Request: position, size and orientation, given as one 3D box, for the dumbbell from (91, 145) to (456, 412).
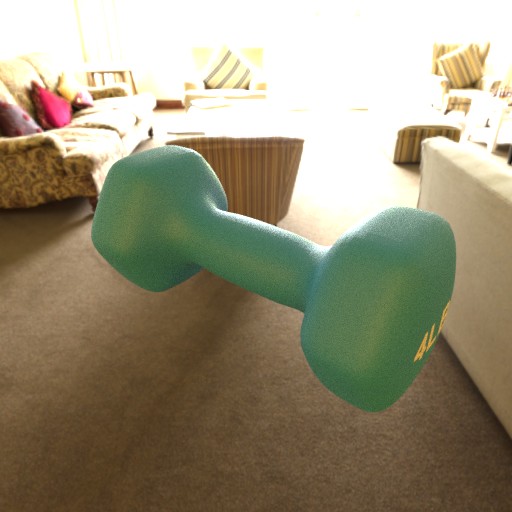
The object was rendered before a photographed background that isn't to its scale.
[{"bbox_3d":[0.000,0.000,0.187,0.152,0.066,0.074,23,37,33],"label":"dumbbell"}]
